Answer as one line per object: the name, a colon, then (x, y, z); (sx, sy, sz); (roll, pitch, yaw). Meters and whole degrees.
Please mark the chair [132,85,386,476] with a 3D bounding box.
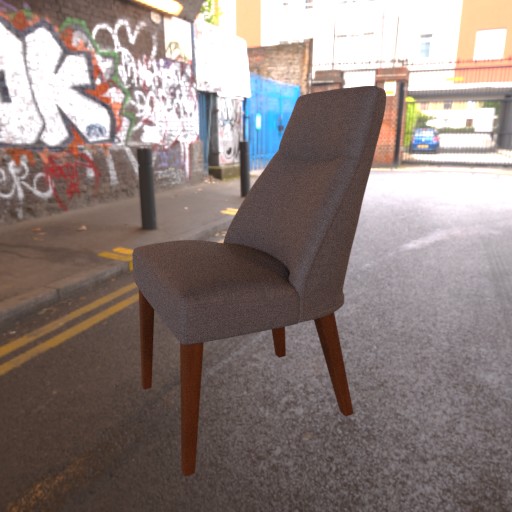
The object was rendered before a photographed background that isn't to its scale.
chair: (0.000, 0.000, 1.282); (0.620, 0.930, 0.500); (-8, 17, -26)
